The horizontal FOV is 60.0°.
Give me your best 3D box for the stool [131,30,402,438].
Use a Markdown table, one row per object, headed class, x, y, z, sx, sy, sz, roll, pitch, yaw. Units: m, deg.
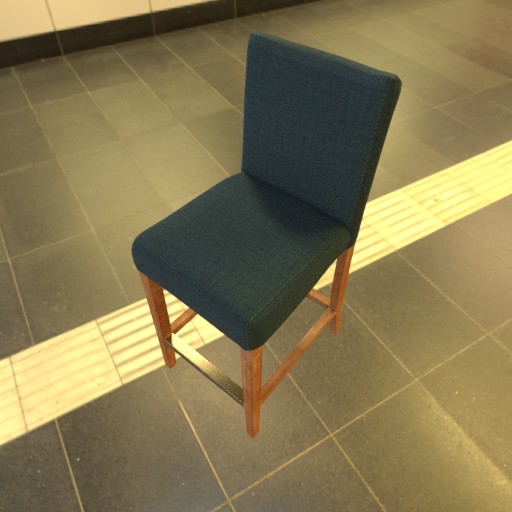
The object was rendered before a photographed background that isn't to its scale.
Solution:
| class | x | y | z | sx | sy | sz | roll | pitch | yaw |
| --- | --- | --- | --- | --- | --- | --- | --- | --- | --- |
| stool | 0.000 | 0.000 | 1.316 | 0.454 | 1.039 | 0.567 | 31 | 54 | 26 |
